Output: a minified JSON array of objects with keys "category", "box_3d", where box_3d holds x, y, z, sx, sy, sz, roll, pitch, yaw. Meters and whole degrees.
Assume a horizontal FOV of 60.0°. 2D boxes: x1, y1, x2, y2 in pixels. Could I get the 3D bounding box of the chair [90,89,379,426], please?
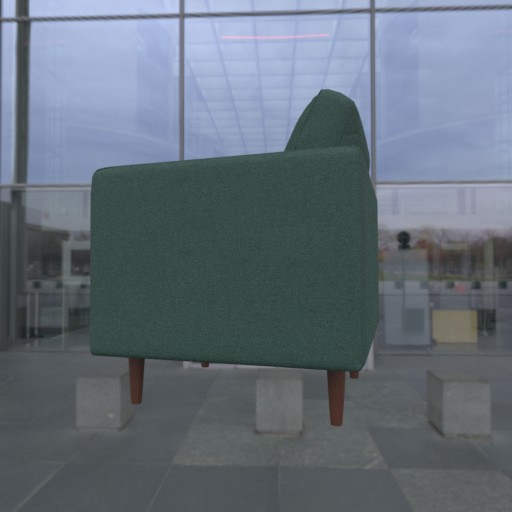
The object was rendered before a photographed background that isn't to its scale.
[{"category":"chair","box_3d":[0.000,0.000,1.553,0.800,0.927,0.855,0,-1,18]}]
